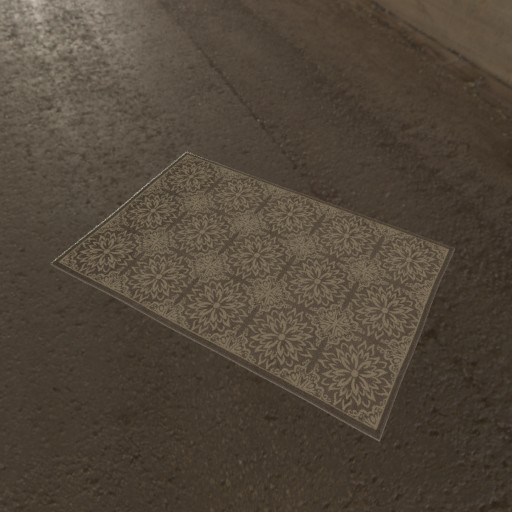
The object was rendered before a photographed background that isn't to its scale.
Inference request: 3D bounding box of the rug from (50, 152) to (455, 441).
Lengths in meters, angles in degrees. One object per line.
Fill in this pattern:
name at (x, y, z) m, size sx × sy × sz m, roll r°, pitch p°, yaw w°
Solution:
rug at (0.000, 0.000, 3.599) m, size 2.746 × 0.018 × 1.819 m, roll 23°, pitch 51°, yaw 20°
